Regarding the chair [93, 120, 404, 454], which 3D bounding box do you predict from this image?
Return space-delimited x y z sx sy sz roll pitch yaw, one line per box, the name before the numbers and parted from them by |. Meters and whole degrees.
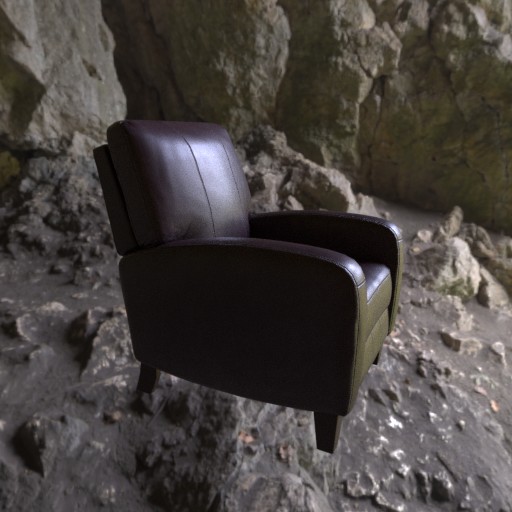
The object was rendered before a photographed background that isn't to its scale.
chair | 0.000 0.000 1.688 0.990 0.990 0.762 8 17 26
